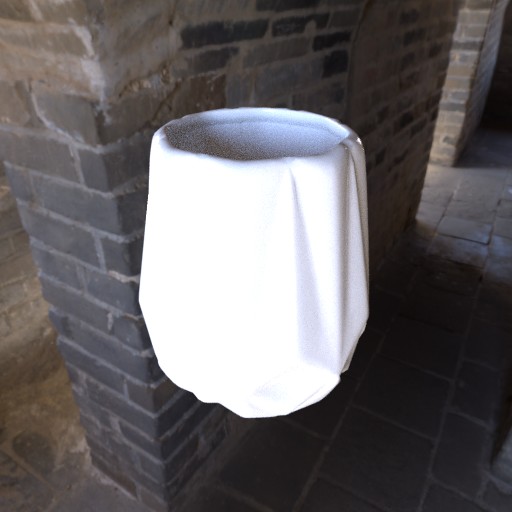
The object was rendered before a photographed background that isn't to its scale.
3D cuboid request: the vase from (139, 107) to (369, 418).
[{"bbox_3d":[0.000,0.000,0.265,0.141,0.152,0.141,0,31,0],"label":"vase"}]
